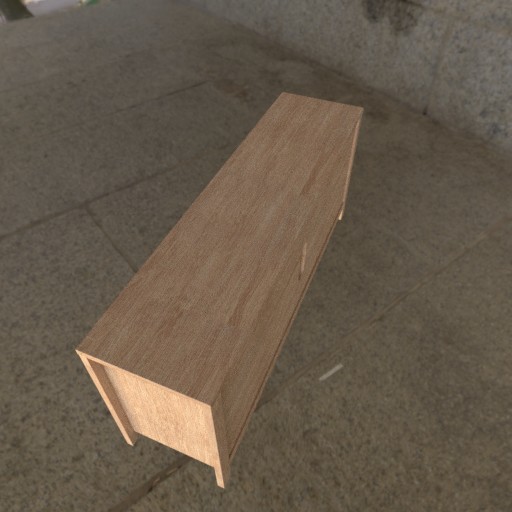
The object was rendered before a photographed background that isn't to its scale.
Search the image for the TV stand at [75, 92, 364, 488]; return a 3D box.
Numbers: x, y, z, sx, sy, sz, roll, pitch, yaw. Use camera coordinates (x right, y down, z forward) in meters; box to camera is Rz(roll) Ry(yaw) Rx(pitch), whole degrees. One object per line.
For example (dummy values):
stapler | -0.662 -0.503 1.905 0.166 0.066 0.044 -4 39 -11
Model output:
TV stand | 0.000 0.000 1.733 0.398 0.610 1.466 17 49 15
